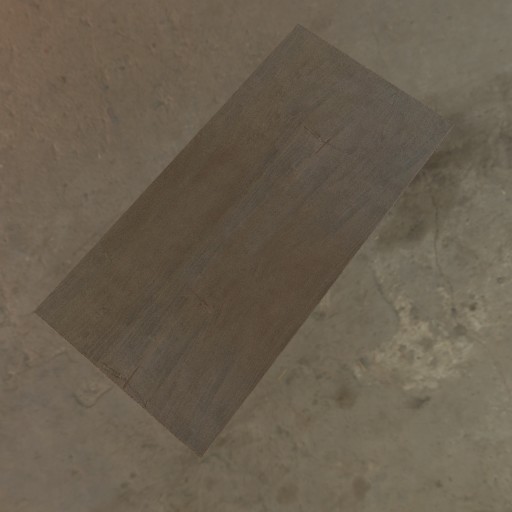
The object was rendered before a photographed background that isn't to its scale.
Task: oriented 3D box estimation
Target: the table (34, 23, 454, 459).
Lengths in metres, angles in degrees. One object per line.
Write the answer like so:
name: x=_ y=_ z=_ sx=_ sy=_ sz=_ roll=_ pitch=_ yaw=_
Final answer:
table: x=0.000 y=0.000 z=1.632 sx=0.556 sy=0.914 sz=1.119 roll=37 pitch=78 yaw=9
